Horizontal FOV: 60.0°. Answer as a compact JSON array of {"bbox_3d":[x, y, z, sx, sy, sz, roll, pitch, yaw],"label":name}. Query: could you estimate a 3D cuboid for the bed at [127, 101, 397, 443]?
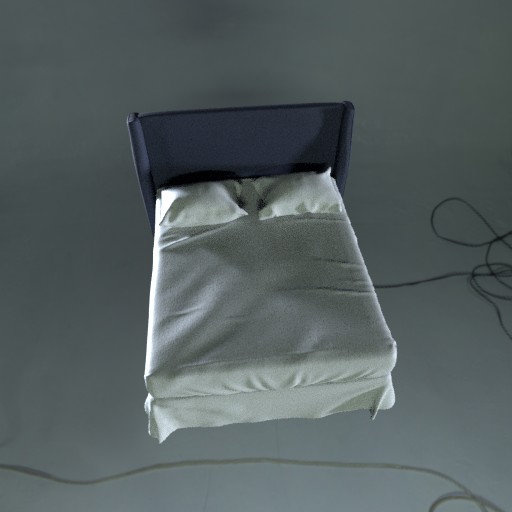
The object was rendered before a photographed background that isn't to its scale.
[{"bbox_3d":[0.000,0.000,3.485,1.925,1.332,2.276,-5,48,-4],"label":"bed"}]
